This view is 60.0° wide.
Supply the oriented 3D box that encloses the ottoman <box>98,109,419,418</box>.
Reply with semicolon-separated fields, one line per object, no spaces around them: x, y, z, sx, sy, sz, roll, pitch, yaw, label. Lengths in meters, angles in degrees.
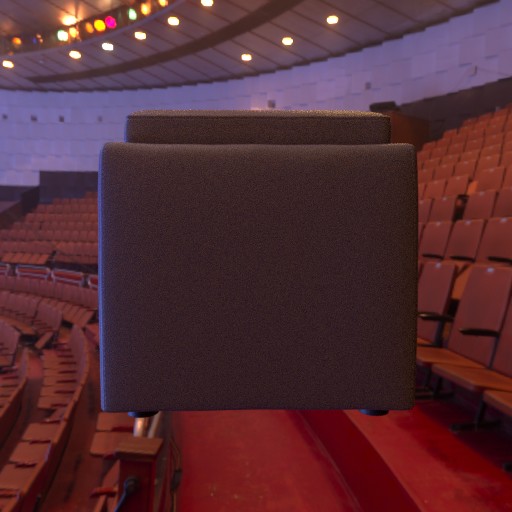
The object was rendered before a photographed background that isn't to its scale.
0.000;0.000;0.822;0.451;0.460;0.450;0;1;-1;ottoman
